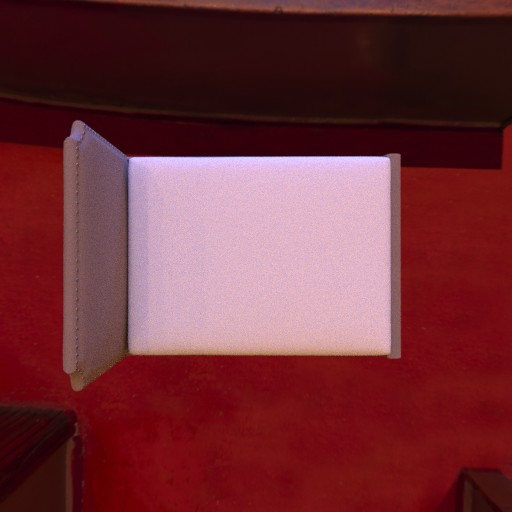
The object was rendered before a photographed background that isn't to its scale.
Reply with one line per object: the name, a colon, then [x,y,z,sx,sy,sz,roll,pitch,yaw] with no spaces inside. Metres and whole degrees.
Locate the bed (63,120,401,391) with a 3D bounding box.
bed: [0.000,0.000,3.381,2.372,1.443,1.713,0,90,1]
